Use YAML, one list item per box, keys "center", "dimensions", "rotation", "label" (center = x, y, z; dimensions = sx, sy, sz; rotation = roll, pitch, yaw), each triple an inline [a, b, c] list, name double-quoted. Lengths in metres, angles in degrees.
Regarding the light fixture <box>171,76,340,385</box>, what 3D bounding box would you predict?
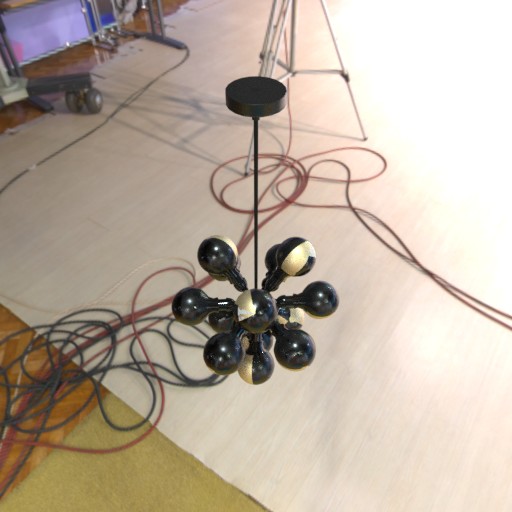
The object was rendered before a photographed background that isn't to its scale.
- center: [0.000, 0.000, 1.101]
  dimensions: [0.468, 0.859, 0.420]
  rotation: [-2, 46, -2]
  label: "light fixture"
